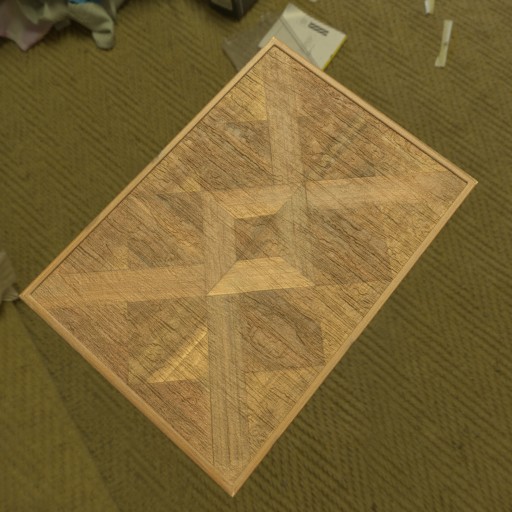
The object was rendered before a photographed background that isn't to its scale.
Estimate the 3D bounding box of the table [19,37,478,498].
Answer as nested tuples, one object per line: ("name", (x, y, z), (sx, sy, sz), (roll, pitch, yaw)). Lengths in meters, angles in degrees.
("table", (0.000, 0.000, 1.649), (0.877, 0.492, 1.238), (39, 79, 9))
